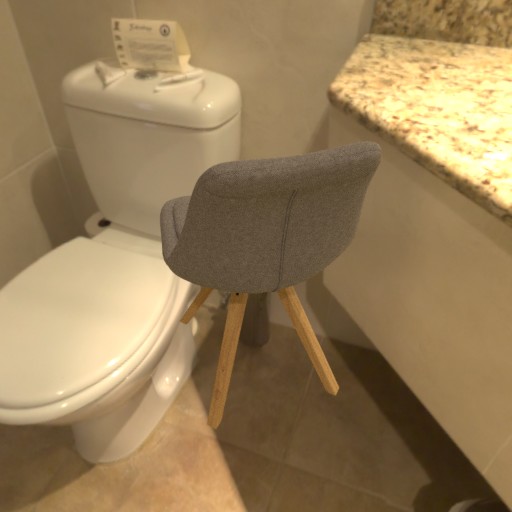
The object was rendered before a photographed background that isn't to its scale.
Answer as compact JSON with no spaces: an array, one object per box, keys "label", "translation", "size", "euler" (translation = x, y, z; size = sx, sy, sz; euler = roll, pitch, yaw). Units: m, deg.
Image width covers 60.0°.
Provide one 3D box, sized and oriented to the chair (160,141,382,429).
[{"label":"chair","translation":[0.000,0.000,1.193],"size":[0.483,0.865,0.550],"euler":[-11,42,-13]}]
